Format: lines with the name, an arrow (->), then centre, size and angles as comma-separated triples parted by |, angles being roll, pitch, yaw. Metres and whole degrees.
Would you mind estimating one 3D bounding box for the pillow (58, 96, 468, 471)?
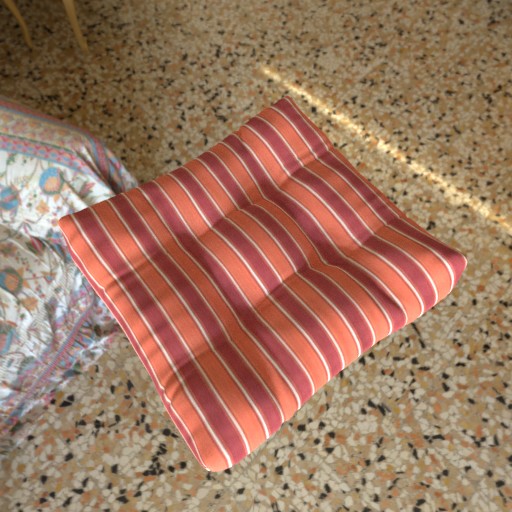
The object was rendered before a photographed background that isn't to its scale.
pillow -> 0.000, 0.000, 0.728 | 0.490, 0.133, 0.468 | -33, 68, -16
